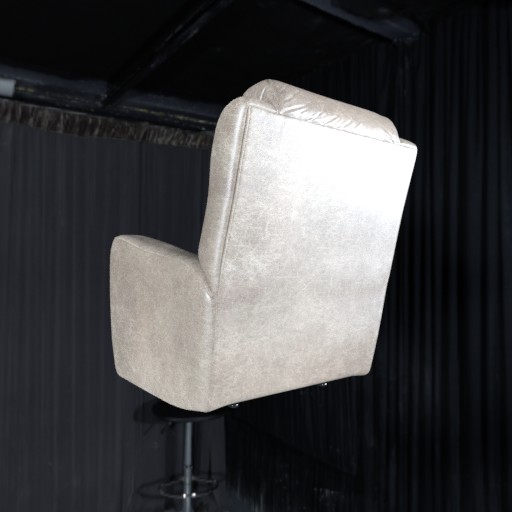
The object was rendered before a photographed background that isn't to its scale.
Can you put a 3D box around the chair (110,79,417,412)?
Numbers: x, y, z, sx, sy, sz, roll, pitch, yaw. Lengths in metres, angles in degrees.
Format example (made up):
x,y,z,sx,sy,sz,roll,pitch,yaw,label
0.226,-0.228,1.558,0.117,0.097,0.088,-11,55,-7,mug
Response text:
x,y,z,sx,sy,sz,roll,pitch,yaw,label
0.000,0.000,1.926,0.967,1.116,1.068,0,-1,-37,chair
